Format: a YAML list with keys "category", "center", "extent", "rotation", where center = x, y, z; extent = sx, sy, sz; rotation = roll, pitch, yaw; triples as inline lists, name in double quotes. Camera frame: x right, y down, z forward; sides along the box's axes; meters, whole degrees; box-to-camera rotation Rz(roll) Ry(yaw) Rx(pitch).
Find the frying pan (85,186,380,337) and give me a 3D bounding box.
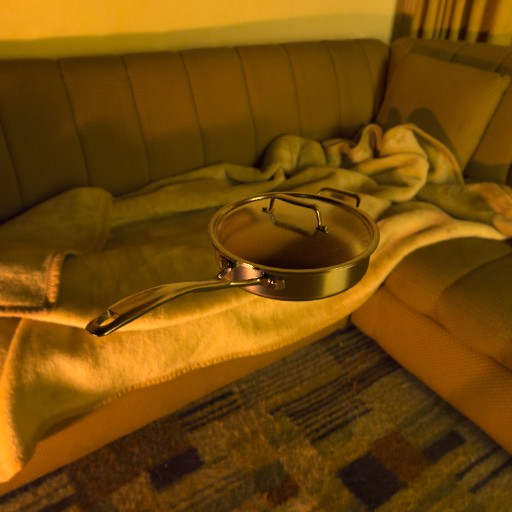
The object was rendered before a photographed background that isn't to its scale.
- category: "frying pan"
  center: [0.000, 0.000, 0.663]
  extent: [0.280, 0.114, 0.561]
  rotation: [21, 37, 30]
